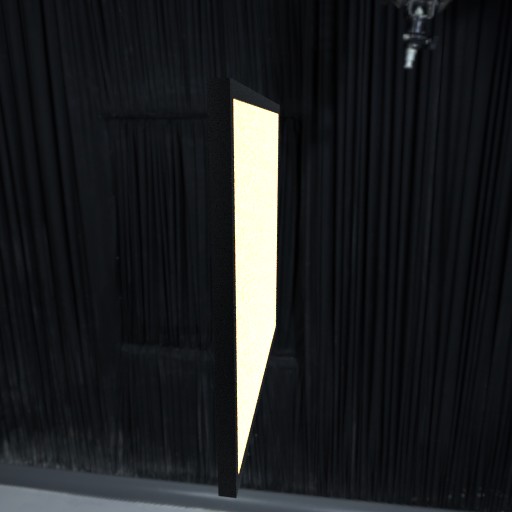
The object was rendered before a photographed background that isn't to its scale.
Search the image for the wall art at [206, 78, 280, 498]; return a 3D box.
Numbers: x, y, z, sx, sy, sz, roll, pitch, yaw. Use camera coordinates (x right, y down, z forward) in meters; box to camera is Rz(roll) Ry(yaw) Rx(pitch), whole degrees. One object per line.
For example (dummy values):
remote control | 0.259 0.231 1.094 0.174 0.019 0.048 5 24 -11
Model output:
wall art | 0.000 0.000 1.112 0.036 0.755 0.756 2 16 8
